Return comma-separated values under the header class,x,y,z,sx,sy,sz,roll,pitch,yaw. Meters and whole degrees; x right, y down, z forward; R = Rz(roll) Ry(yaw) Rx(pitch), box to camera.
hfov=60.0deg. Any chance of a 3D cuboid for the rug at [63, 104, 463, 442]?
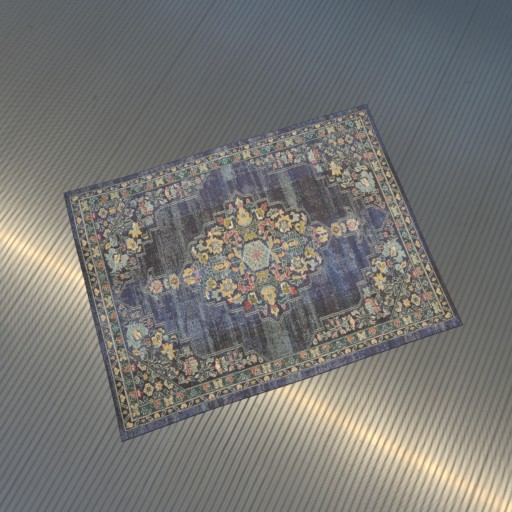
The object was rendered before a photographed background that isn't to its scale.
class,x,y,z,sx,sy,sz,roll,pitch,yaw
rug,0.000,0.000,4.723,3.612,0.035,2.716,-18,76,-4
